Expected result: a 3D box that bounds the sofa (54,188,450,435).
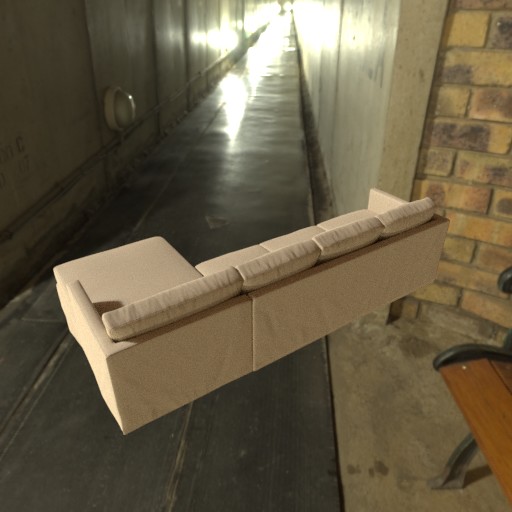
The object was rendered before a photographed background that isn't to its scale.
[{"bbox_3d":[0.000,0.000,3.974,3.206,0.871,1.622,-19,36,-28],"label":"sofa"}]
